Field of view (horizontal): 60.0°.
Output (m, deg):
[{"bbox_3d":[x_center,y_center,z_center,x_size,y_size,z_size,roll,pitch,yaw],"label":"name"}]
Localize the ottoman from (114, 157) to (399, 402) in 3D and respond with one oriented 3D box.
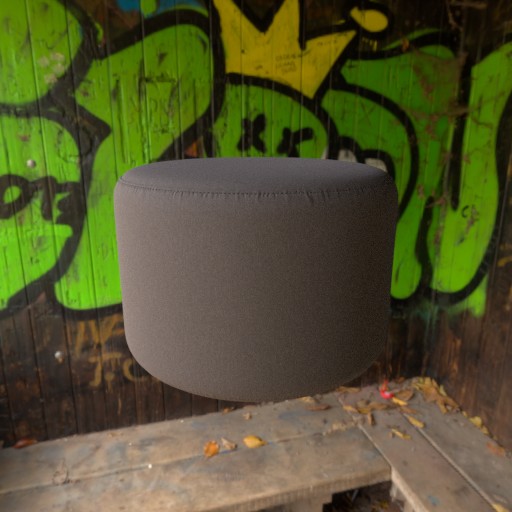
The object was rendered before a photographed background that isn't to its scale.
[{"bbox_3d":[0.000,0.000,1.027,0.608,0.433,0.608,0,16,0],"label":"ottoman"}]
